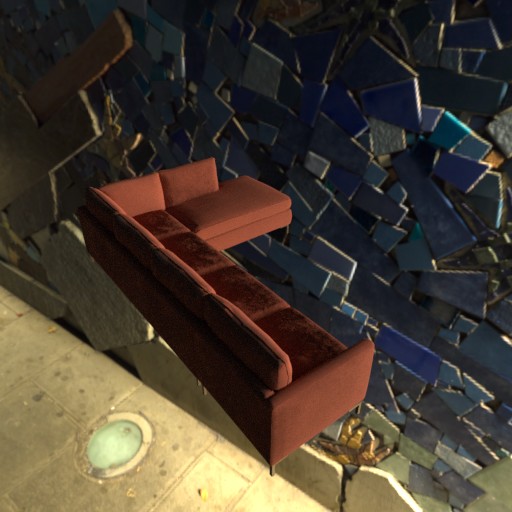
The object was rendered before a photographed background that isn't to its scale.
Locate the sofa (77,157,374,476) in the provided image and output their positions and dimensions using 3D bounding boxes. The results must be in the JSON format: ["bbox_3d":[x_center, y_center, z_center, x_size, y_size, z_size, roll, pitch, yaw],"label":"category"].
[{"bbox_3d":[0.000,0.000,3.522,1.879,0.757,2.736,-22,39,-31],"label":"sofa"}]
